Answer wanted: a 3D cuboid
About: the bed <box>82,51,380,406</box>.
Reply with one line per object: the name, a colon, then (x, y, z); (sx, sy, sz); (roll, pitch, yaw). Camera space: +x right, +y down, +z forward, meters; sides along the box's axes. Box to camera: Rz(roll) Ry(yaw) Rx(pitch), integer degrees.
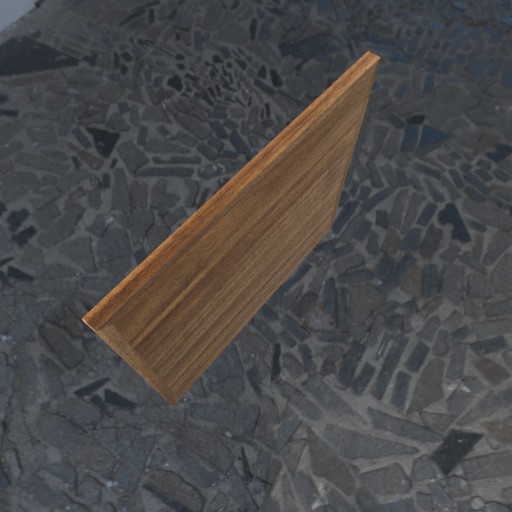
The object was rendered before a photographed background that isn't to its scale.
bed: (0.000, 0.000, 1.485); (0.043, 0.940, 1.041); (37, 68, 17)
